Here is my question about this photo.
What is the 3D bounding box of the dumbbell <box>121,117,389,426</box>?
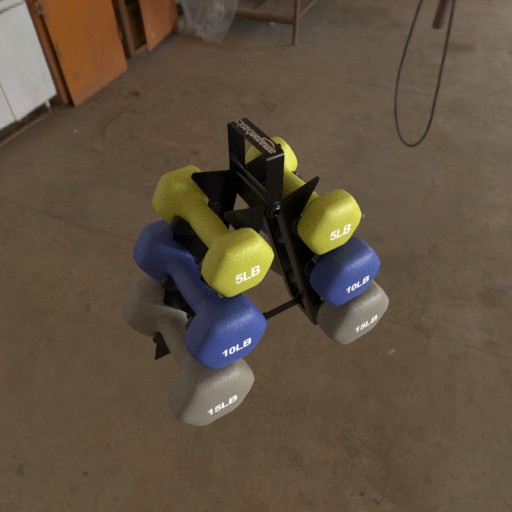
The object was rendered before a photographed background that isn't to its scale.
[{"bbox_3d":[0.000,0.000,0.689,0.416,0.426,0.261,-24,51,-21],"label":"dumbbell"}]
